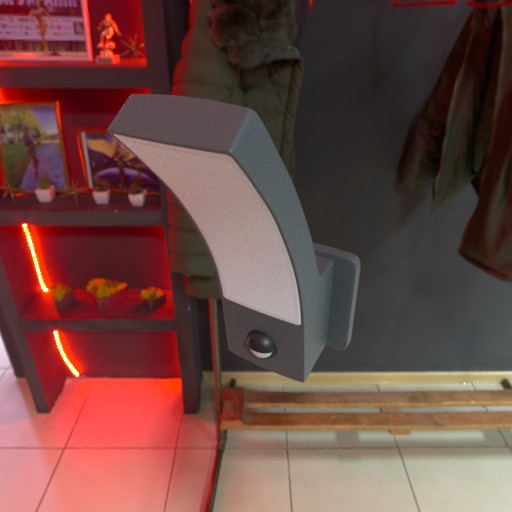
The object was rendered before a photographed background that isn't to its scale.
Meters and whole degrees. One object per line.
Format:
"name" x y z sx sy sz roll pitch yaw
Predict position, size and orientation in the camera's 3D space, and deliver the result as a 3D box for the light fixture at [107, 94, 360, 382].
"light fixture" 0.000 0.000 0.329 0.108 0.243 0.174 17 33 28
